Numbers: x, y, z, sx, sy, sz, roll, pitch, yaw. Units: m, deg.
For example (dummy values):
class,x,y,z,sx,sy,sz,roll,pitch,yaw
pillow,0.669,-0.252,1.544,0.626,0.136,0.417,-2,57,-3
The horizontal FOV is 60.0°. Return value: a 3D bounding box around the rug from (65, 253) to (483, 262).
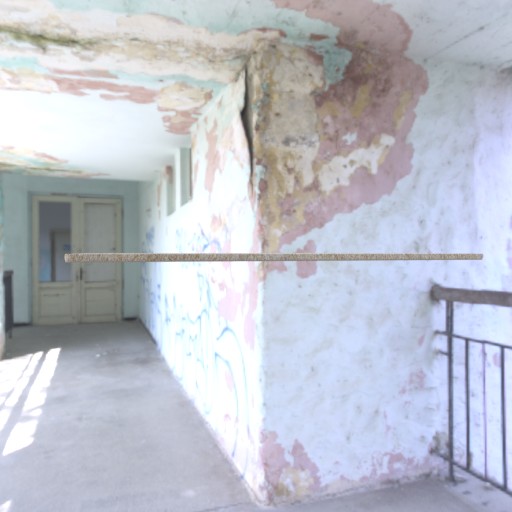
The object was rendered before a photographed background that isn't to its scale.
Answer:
class,x,y,z,sx,sy,sz,roll,pitch,yaw
rug,0.000,0.000,2.136,1.600,0.025,1.199,0,1,-18
